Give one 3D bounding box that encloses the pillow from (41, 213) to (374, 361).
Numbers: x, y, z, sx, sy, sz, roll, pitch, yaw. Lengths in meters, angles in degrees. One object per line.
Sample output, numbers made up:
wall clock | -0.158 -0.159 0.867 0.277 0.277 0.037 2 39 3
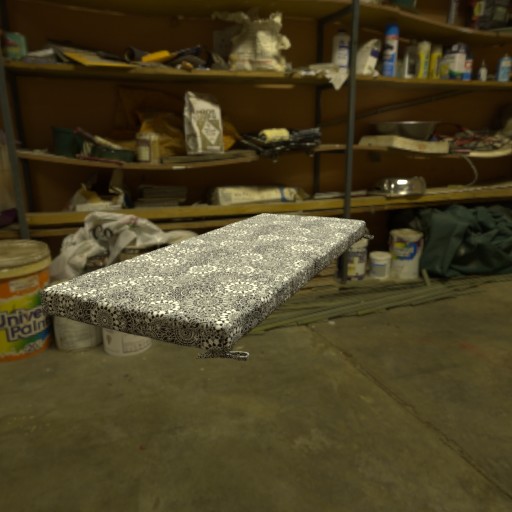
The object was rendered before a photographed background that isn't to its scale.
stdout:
pillow | 0.000 0.000 1.347 0.492 0.081 1.187 7 16 25
